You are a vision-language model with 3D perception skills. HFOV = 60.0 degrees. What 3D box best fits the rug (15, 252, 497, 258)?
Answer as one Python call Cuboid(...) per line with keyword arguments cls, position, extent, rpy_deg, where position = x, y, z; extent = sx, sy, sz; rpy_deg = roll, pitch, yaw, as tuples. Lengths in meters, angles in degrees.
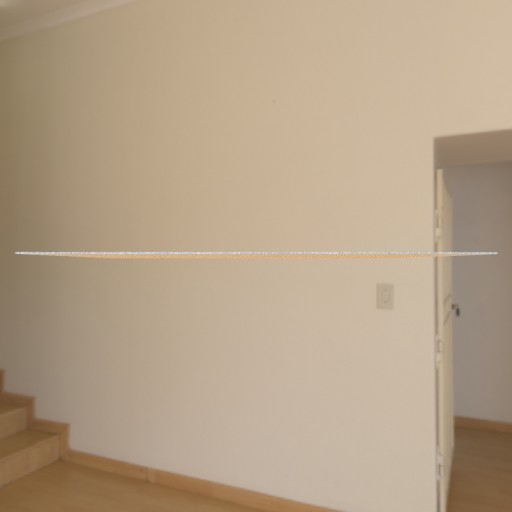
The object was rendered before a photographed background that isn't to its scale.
Cuboid(cls="rug", position=(0.000, 0.000, 2.181), extent=(1.752, 0.006, 1.142), rpy_deg=(0, -1, -1))
